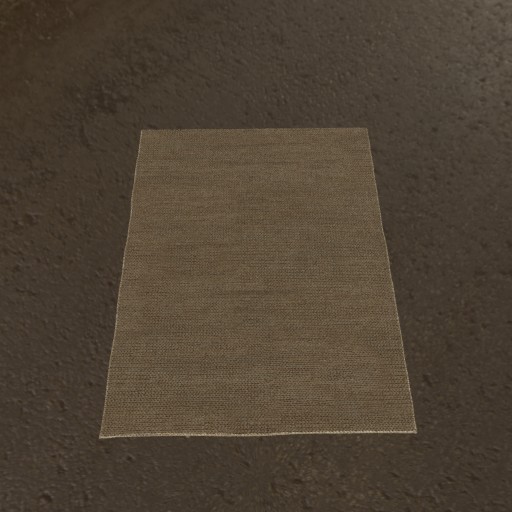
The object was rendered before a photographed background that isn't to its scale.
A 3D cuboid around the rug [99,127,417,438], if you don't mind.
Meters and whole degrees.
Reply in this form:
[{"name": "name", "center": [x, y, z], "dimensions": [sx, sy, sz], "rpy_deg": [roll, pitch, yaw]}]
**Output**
[{"name": "rug", "center": [0.000, 0.000, 4.049], "dimensions": [2.429, 0.030, 3.052], "rpy_deg": [-1, 64, 0]}]
